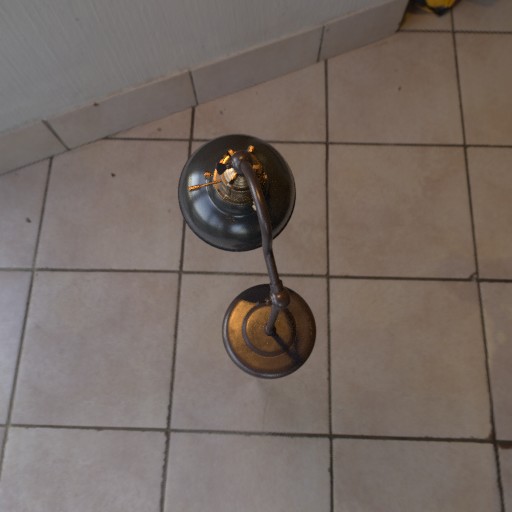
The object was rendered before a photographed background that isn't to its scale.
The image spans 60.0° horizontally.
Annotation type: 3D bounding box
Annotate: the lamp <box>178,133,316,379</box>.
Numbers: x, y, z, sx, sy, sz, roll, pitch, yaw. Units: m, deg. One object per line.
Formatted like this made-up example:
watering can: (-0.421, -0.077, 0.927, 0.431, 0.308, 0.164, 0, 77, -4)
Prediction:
lamp: (0.000, 0.000, 0.680, 0.192, 0.508, 0.374, -16, 75, -4)
